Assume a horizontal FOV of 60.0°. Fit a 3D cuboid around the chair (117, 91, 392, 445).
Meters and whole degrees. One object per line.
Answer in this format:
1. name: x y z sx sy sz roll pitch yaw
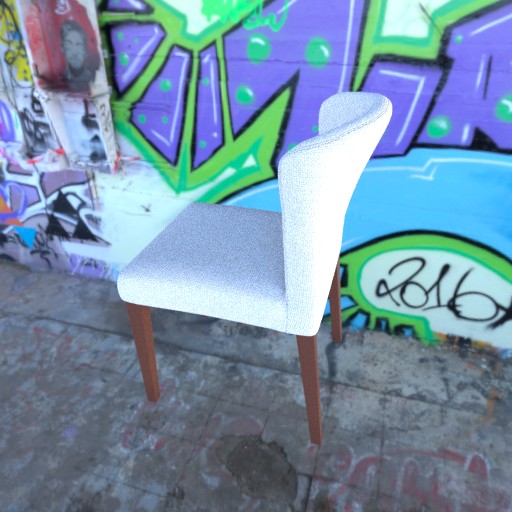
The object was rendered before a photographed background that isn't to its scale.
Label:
1. chair: 0.000 0.000 1.199 0.589 0.839 0.491 9 32 14
